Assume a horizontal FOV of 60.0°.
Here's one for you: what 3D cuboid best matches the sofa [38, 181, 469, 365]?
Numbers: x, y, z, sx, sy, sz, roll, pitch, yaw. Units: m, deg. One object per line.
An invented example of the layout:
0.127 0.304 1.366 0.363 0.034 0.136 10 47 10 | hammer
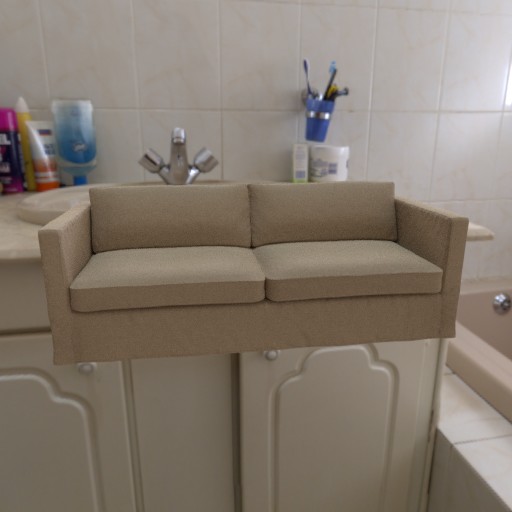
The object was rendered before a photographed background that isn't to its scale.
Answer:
0.000 0.000 2.802 2.312 0.853 0.962 -2 16 -8 | sofa
